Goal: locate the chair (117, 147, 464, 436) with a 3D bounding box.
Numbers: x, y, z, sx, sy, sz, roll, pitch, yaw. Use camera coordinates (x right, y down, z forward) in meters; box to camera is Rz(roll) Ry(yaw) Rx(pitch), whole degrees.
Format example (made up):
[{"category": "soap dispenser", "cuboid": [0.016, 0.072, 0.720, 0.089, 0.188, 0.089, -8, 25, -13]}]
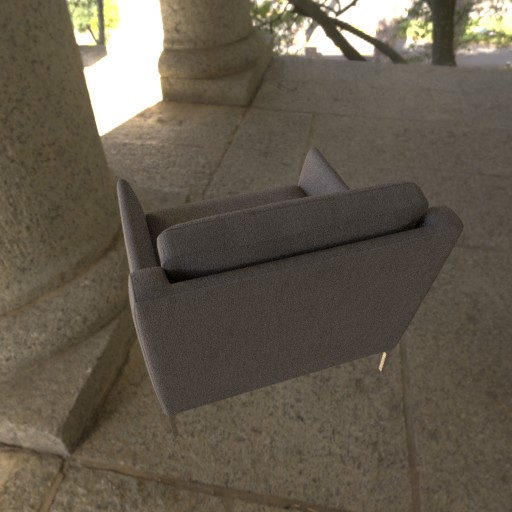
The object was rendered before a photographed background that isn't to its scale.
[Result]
[{"category": "chair", "cuboid": [0.000, 0.000, 1.521, 0.847, 0.828, 0.849, -12, 43, -14]}]
